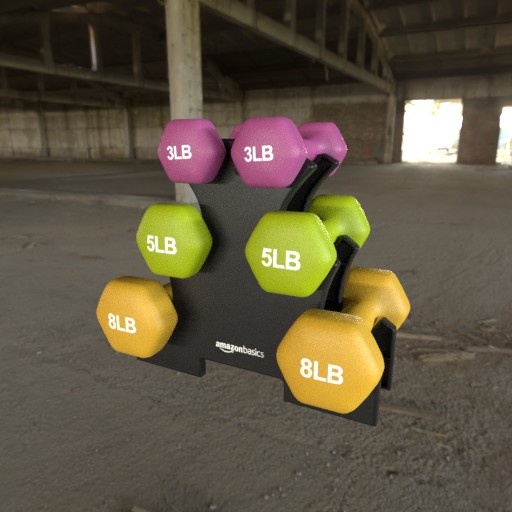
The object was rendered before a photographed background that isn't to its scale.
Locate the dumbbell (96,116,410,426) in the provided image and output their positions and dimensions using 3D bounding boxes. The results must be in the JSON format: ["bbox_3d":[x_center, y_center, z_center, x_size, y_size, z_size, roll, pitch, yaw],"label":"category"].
[{"bbox_3d":[0.000,0.000,0.465,0.300,0.271,0.190,7,16,26],"label":"dumbbell"}]
